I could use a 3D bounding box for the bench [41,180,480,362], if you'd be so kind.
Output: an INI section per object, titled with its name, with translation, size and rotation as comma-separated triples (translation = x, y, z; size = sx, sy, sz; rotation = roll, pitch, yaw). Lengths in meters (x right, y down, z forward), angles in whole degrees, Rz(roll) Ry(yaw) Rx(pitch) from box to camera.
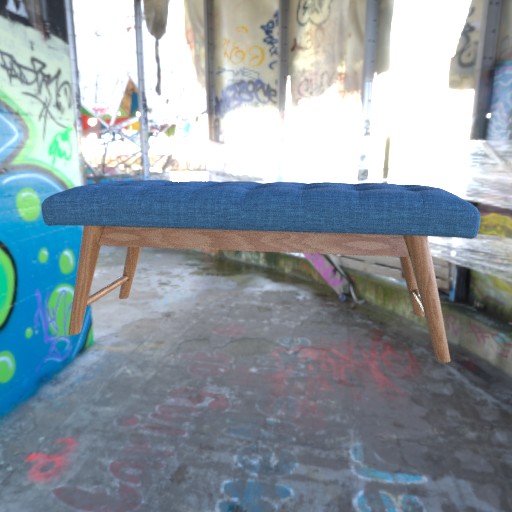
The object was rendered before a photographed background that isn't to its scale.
[bench]
translation = 0.000, 0.000, 1.335
size = 1.118, 0.432, 0.406
rotation = 2, 14, 9
